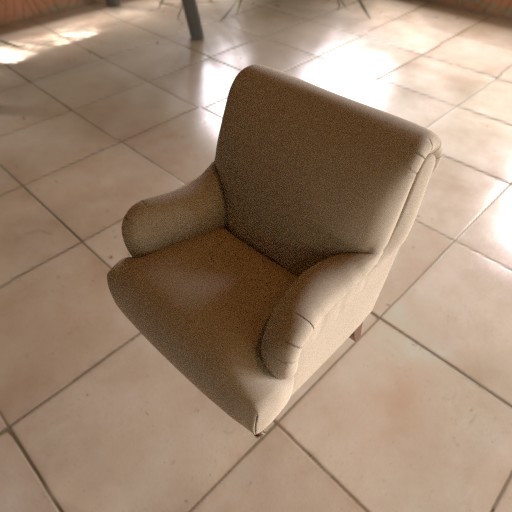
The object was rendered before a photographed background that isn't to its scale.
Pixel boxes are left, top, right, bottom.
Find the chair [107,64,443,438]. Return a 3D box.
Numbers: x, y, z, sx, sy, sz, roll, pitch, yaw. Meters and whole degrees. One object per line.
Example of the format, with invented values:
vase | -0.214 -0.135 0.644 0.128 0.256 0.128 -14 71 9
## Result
chair | 0.000 0.000 1.527 0.766 0.942 0.842 34 55 29
